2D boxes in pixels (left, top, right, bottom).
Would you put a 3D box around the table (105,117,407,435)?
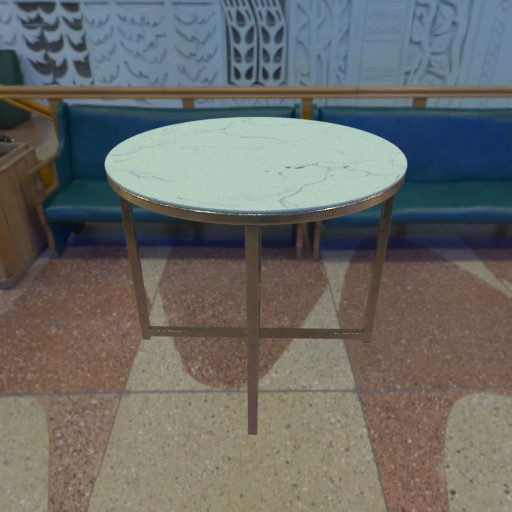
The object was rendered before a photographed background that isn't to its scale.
[{"bbox_3d":[0.000,0.000,0.868,0.500,0.420,0.500,0,30,0],"label":"table"}]
